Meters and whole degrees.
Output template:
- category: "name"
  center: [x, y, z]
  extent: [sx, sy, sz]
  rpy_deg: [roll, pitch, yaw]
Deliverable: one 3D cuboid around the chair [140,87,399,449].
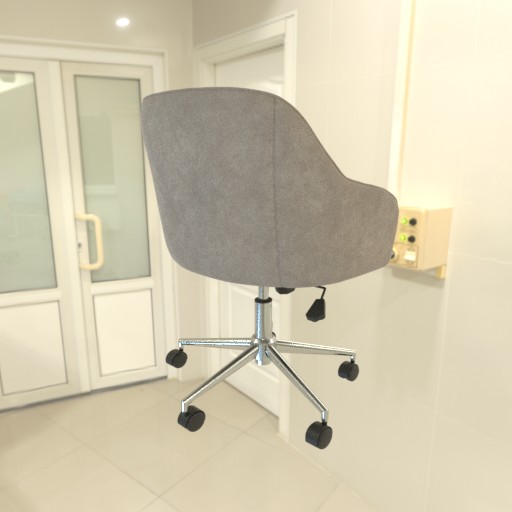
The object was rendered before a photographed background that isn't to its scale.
- category: "chair"
  center: [0.000, 0.000, 1.248]
  extent: [0.573, 0.831, 0.635]
  rpy_deg: [-13, 19, -43]
